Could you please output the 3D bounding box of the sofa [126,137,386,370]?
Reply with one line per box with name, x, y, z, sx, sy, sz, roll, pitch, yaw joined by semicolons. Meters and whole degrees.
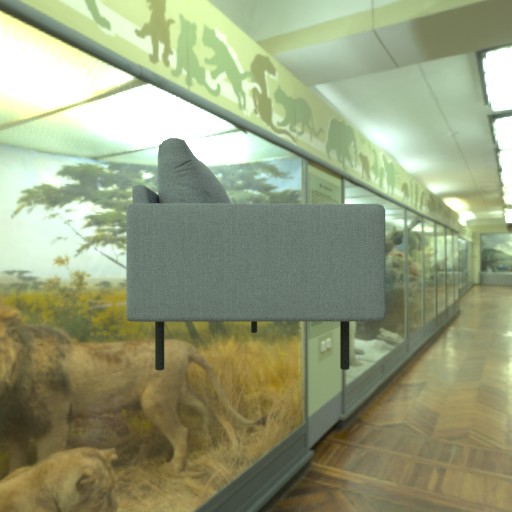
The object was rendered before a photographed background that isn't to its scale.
sofa;0.000;0.000;2.401;0.850;0.830;2.000;0;0;-1
